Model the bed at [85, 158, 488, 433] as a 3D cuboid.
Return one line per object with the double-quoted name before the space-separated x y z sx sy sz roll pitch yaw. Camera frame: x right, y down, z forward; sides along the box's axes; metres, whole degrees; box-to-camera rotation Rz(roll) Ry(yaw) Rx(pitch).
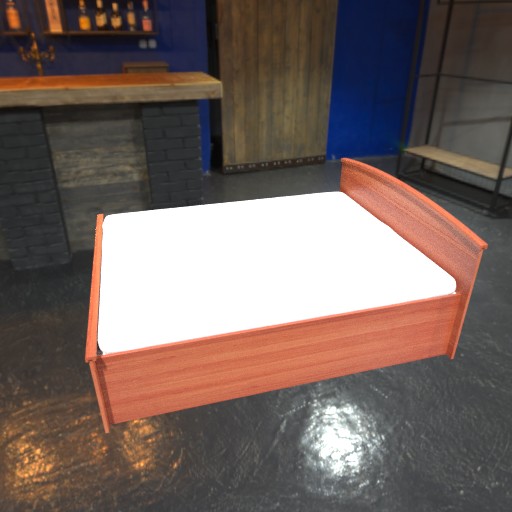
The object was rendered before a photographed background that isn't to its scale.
"bed" 0.000 0.000 2.960 2.053 0.848 1.683 -8 29 -14
